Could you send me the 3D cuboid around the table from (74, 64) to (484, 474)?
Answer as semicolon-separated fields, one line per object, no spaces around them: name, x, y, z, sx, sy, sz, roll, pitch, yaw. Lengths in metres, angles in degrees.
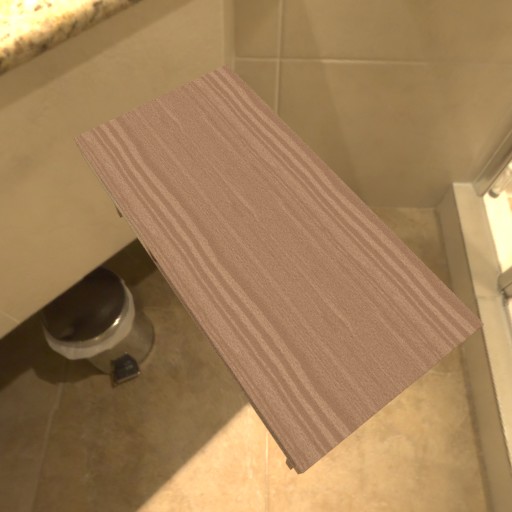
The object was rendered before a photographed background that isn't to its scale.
table;0.000;0.000;1.493;0.600;0.450;1.200;-32;67;-15
